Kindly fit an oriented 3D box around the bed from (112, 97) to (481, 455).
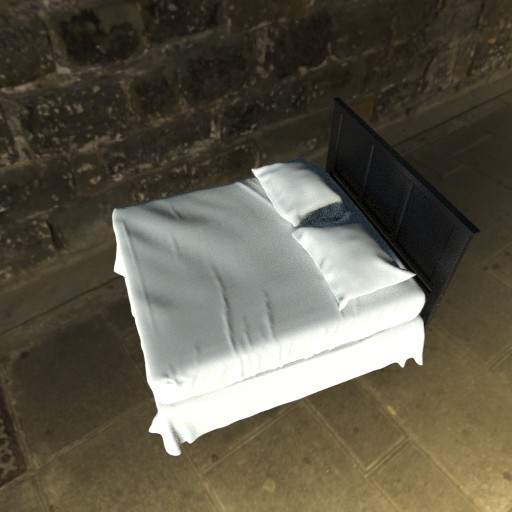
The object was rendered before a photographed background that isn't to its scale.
[{"bbox_3d":[0.000,0.000,3.188,2.050,1.270,1.870,-16,49,-14],"label":"bed"}]
